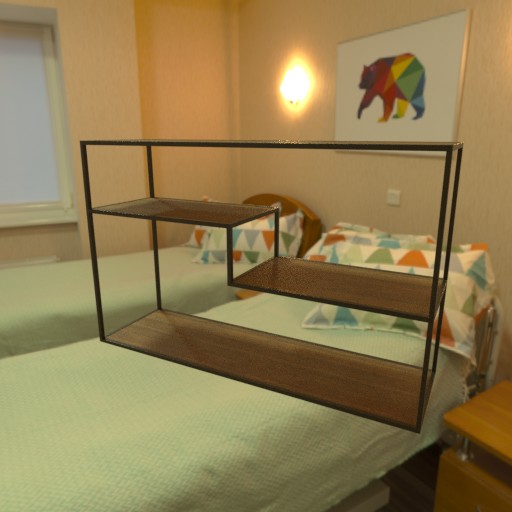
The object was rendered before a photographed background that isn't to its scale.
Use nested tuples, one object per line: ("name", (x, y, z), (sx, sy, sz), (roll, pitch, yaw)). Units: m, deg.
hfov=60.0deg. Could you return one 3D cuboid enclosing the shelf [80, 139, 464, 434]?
("shelf", (0.000, 0.000, 1.526), (1.201, 0.765, 0.361), (8, 17, 27))
